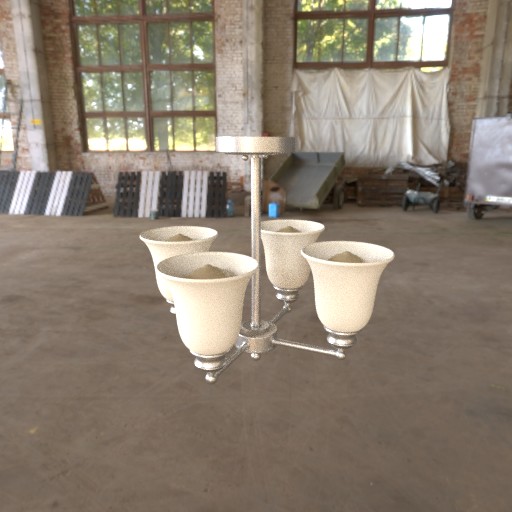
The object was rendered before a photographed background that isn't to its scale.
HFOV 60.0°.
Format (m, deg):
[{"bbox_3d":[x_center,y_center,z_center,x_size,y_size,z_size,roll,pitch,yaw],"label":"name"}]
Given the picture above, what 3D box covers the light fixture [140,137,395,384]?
[{"bbox_3d":[0.000,0.000,0.714,0.427,0.370,0.427,7,16,24],"label":"light fixture"}]
